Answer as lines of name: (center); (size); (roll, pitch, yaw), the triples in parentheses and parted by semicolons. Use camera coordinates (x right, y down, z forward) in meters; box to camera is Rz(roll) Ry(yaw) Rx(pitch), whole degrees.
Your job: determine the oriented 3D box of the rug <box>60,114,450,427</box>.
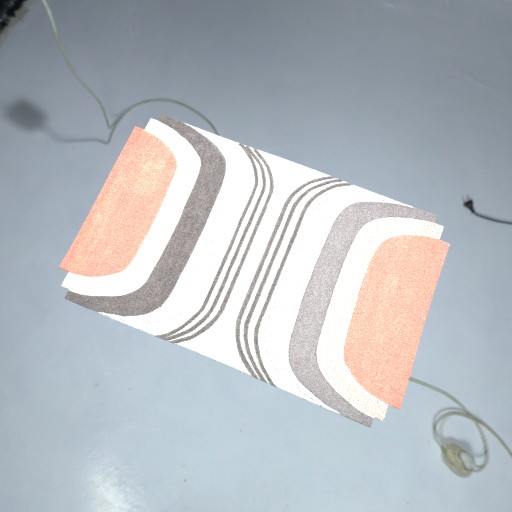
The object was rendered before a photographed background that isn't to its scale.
rug: (0.000, 0.000, 3.066); (2.446, 0.017, 1.530); (22, 76, 6)
